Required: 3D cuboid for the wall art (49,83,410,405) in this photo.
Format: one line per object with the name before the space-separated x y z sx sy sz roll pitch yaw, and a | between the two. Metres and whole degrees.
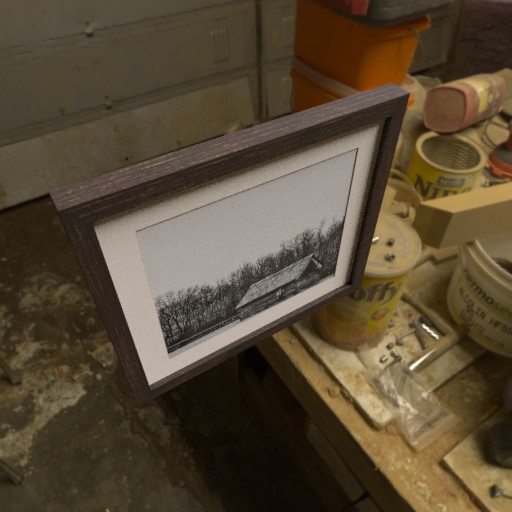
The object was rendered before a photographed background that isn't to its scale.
wall art | 0.000 0.000 0.542 0.381 0.330 0.031 -24 50 -22
